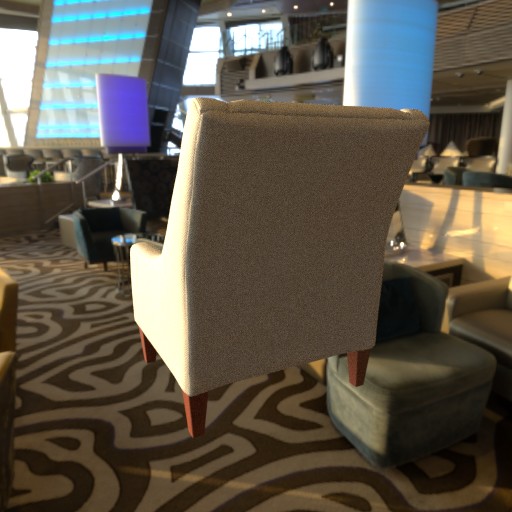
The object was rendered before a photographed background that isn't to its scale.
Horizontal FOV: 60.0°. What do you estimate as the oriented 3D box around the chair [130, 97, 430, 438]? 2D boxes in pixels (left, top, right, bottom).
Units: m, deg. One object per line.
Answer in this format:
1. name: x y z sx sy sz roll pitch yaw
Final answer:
1. chair: 0.000 0.000 1.650 0.774 1.014 0.870 -7 15 -27
